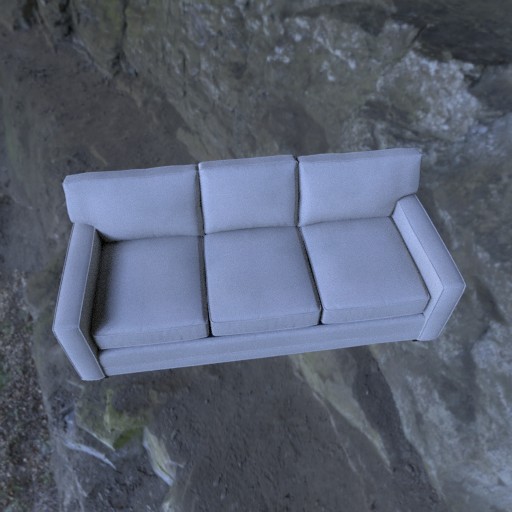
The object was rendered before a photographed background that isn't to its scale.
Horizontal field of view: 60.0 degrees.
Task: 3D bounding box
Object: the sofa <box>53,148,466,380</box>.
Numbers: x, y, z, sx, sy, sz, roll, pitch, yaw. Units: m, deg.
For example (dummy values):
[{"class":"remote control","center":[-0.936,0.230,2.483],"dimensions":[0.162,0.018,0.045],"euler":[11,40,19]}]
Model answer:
[{"class":"sofa","center":[0.000,0.000,2.586],"dimensions":[2.088,0.862,0.935],"euler":[-6,48,-5]}]
